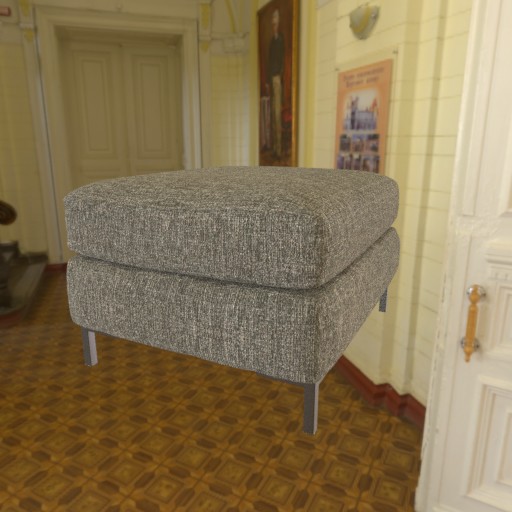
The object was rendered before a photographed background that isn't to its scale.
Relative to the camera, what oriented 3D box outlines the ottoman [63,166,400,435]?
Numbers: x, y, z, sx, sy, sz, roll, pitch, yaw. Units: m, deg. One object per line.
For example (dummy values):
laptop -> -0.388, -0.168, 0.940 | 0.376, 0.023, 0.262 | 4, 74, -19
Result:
ottoman -> 0.000, 0.000, 1.251 | 0.683, 0.480, 0.828 | 7, 17, 26
